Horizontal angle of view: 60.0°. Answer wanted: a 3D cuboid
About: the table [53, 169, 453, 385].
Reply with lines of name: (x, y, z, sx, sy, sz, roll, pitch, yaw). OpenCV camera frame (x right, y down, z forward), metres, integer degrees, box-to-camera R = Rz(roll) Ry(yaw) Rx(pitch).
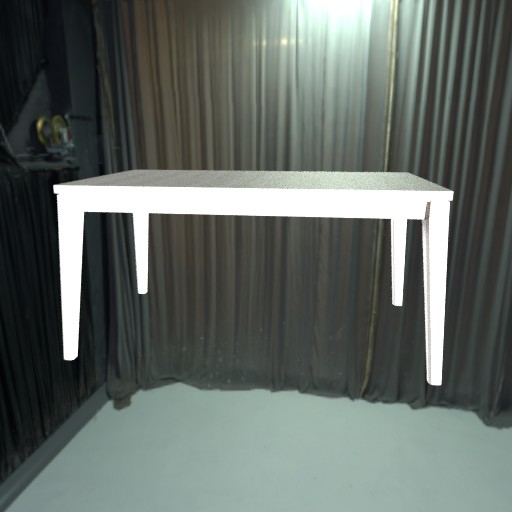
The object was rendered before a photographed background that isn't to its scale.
table: (0.000, 0.000, 2.183, 1.600, 0.760, 0.900, 2, 15, 7)
